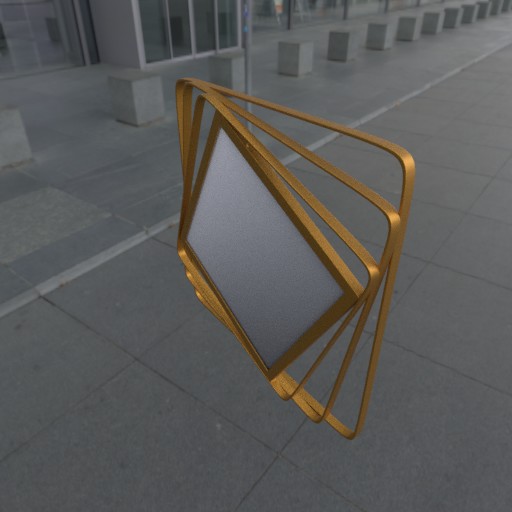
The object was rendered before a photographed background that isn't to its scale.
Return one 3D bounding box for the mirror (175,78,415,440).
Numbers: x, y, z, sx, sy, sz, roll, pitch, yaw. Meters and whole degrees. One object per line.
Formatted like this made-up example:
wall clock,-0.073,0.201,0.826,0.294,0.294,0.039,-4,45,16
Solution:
mirror,0.000,0.000,0.695,0.045,0.468,0.470,-23,40,-31
